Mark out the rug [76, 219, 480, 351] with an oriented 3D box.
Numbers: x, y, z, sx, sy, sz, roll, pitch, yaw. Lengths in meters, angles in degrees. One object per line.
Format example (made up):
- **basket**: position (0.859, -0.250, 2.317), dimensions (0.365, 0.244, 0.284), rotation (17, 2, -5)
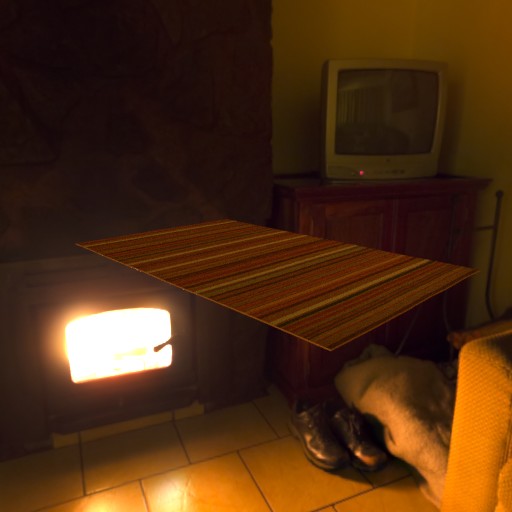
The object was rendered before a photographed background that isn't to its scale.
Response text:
- **rug**: position (0.000, 0.000, 3.076), dimensions (1.523, 0.008, 2.438), rotation (-14, 20, -42)
